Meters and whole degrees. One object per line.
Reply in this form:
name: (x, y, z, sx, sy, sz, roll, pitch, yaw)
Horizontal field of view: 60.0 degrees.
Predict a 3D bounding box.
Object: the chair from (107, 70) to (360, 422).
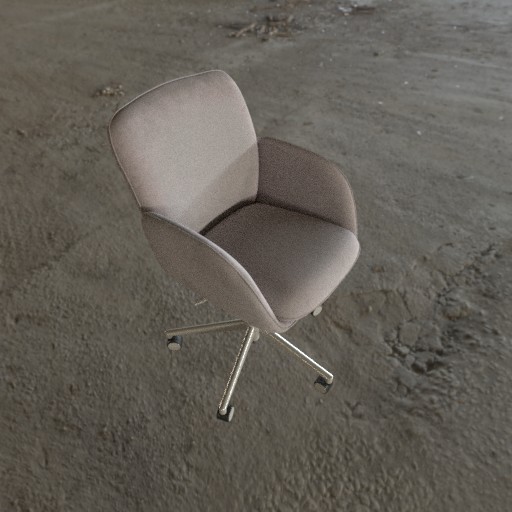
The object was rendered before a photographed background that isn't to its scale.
chair: (0.000, 0.000, 1.410, 0.654, 0.959, 0.648, 26, 48, 26)
